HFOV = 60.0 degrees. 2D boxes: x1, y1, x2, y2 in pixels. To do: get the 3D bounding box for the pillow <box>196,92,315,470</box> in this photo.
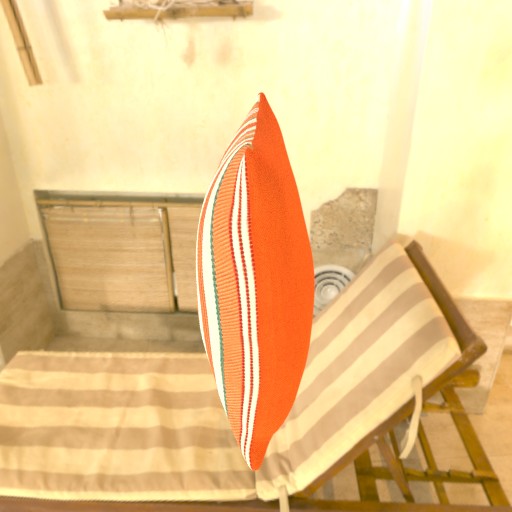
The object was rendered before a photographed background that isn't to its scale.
[{"bbox_3d":[0.000,0.000,0.691,0.182,0.441,0.440,1,26,2],"label":"pillow"}]
